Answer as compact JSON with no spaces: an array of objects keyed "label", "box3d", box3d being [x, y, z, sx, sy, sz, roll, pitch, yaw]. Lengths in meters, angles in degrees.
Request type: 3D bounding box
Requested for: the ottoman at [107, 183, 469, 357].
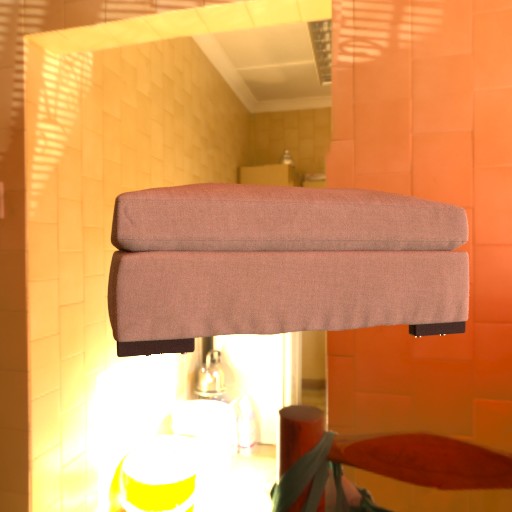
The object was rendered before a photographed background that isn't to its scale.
[{"label":"ottoman","box3d":[0.000,0.000,1.855,1.171,0.517,1.203,0,1,-18]}]
